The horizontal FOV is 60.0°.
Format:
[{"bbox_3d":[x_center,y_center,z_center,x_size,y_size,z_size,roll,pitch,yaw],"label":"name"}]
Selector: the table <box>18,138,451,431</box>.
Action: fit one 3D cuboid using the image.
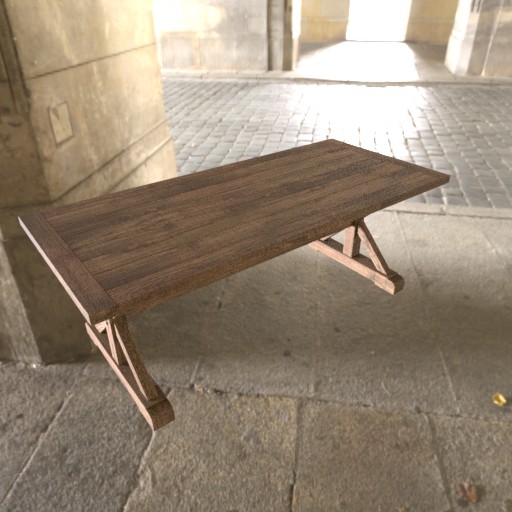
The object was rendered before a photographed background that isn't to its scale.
[{"bbox_3d":[0.000,0.000,2.425,2.031,0.733,0.907,-22,37,-32],"label":"table"}]
